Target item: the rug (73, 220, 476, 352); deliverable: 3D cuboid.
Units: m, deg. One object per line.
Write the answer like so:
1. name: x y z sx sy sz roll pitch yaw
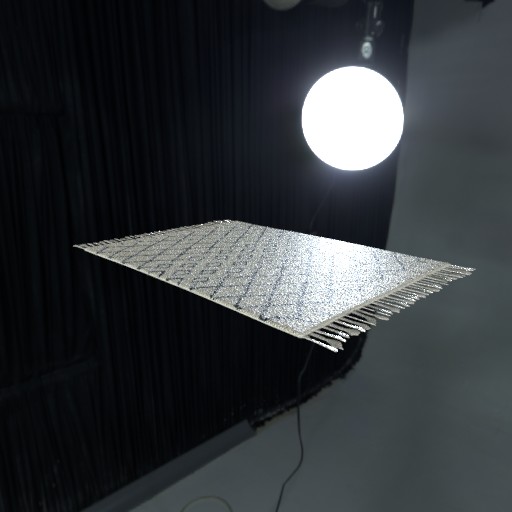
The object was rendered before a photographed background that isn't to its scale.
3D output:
1. rug: 0.000 0.000 3.308 1.664 0.029 2.615 -15 21 -43
